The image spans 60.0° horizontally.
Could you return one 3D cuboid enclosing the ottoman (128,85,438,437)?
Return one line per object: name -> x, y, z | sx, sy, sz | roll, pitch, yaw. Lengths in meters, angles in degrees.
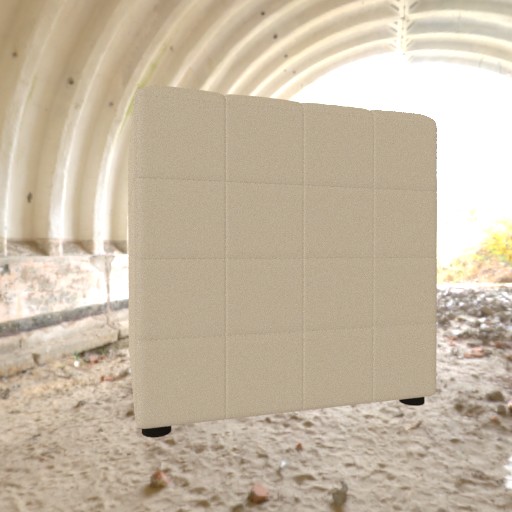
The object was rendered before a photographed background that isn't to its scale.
ottoman -> 0.000, 0.000, 0.781 | 0.425, 0.432, 0.425 | 0, 1, -17
